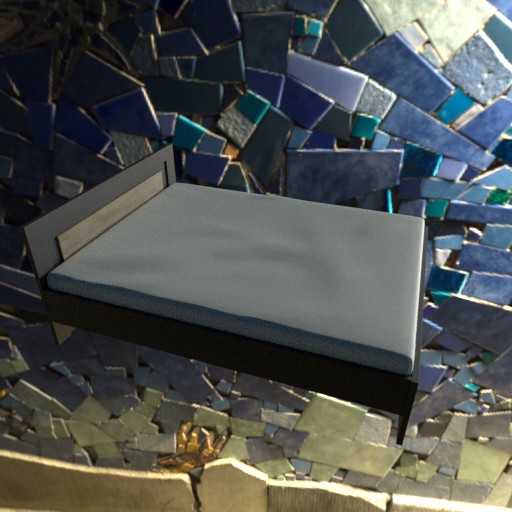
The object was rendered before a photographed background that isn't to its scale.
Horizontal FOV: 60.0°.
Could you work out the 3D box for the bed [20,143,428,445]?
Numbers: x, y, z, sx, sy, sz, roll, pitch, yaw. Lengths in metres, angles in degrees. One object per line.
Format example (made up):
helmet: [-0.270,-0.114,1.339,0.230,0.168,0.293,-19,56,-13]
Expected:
bed: [0.000,0.000,2.871,2.073,0.823,1.585,11,33,17]
